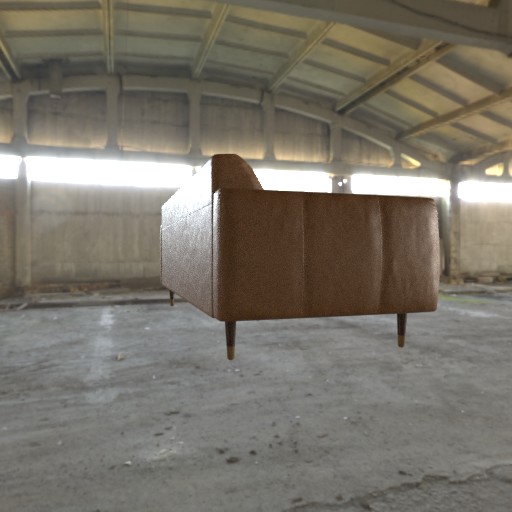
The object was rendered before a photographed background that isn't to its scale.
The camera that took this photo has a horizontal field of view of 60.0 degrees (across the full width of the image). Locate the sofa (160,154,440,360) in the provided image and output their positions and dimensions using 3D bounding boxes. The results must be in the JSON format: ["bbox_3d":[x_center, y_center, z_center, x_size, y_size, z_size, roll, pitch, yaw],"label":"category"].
[{"bbox_3d":[0.000,0.000,2.808,0.990,0.821,2.291,0,0,-18],"label":"sofa"}]
